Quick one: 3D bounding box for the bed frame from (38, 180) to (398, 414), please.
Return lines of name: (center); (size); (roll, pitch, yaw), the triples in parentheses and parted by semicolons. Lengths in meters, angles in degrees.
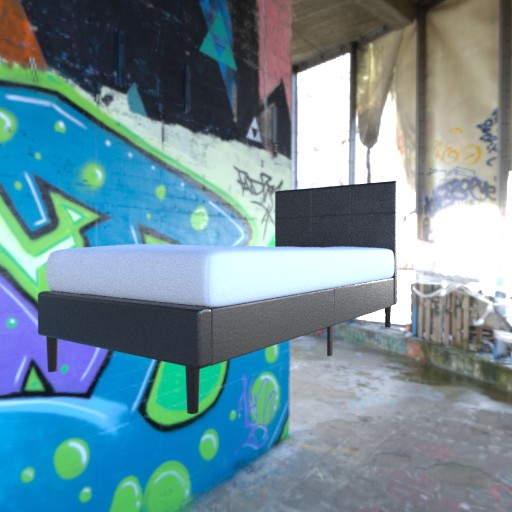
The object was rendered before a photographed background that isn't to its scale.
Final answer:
bed frame: (0.000, 0.000, 2.483); (1.038, 1.046, 2.152); (1, 1, 35)
